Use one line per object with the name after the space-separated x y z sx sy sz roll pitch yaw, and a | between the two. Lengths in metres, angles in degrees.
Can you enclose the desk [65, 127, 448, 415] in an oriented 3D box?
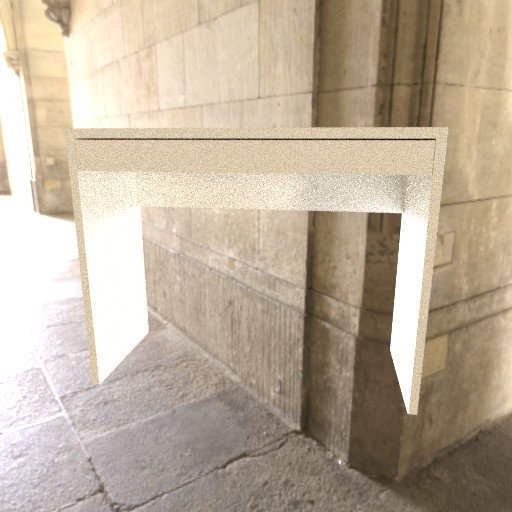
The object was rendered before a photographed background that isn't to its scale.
0.000 0.000 1.433 1.000 0.790 0.400 2 15 9 | desk
